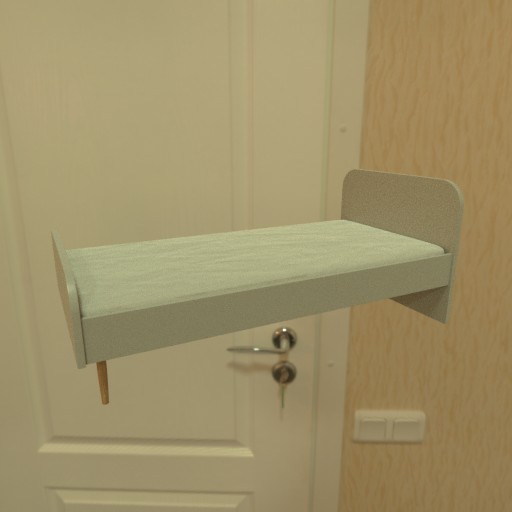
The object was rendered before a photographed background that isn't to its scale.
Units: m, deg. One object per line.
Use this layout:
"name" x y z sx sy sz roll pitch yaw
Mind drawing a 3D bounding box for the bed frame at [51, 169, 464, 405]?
"bed frame" 0.000 0.000 2.418 1.963 0.805 0.998 -8 18 -26
